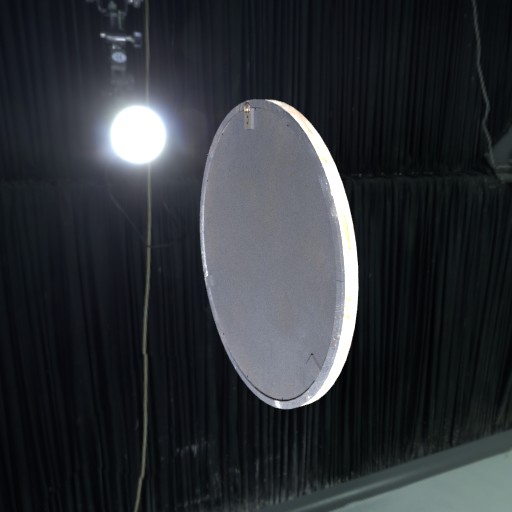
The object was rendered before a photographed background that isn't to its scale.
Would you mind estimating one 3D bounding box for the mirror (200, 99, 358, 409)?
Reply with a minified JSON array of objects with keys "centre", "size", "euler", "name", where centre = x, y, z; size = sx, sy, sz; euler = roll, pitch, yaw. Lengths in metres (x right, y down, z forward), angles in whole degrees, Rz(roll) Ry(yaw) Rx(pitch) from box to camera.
[{"centre":[0.000,0.000,1.067],"size":[0.038,0.710,0.710],"euler":[-7,15,-26],"name":"mirror"}]
